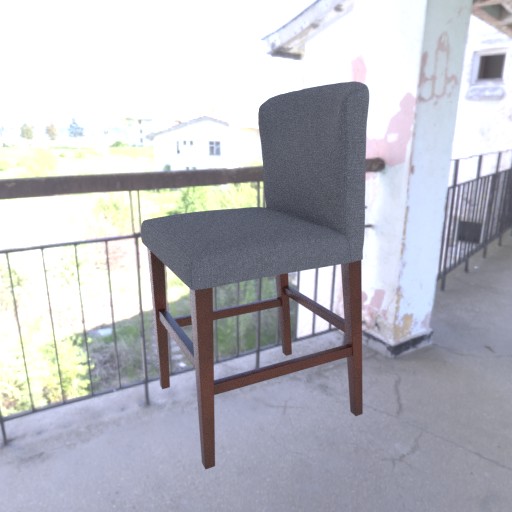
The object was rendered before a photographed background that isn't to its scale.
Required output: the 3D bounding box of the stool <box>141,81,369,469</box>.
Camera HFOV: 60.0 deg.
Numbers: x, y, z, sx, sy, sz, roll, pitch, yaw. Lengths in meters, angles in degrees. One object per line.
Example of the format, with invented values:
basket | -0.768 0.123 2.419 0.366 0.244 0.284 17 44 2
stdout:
stool | 0.000 0.000 1.302 0.568 0.968 0.479 -8 18 -26
